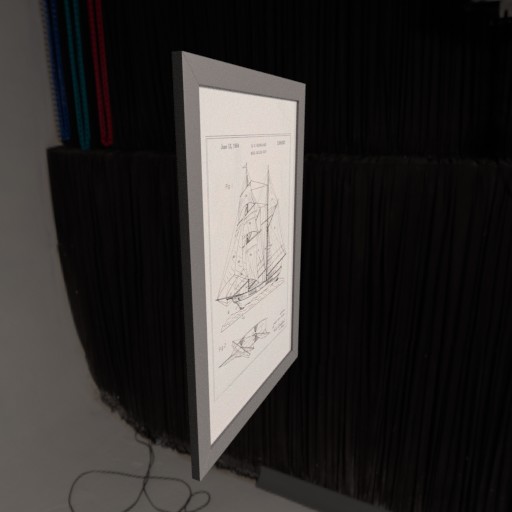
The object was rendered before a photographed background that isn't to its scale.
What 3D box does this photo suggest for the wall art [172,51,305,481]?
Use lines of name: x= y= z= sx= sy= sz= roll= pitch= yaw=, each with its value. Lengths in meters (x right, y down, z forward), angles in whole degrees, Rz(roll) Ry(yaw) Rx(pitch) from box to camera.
wall art: x=0.000 y=0.000 z=0.692 sx=0.013 sy=0.534 sz=0.380 roll=7 pitch=18 yaw=24
